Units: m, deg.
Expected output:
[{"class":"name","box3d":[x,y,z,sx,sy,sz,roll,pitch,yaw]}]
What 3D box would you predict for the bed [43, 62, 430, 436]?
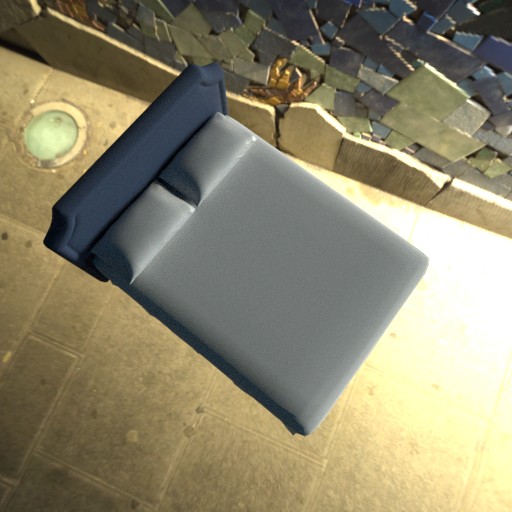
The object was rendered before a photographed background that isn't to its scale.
[{"class":"bed","box3d":[0.000,0.000,3.386,2.260,1.297,1.831,37,78,9]}]
